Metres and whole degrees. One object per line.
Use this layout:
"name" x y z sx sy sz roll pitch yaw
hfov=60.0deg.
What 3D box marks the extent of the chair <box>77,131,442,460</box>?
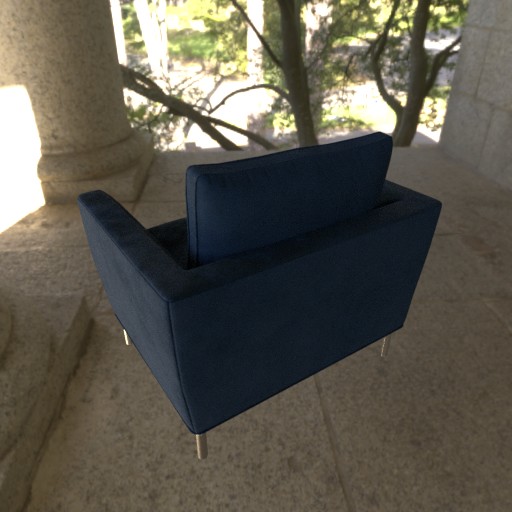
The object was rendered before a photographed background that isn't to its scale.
"chair" 0.000 0.000 1.570 0.977 0.893 0.746 -19 35 -29
